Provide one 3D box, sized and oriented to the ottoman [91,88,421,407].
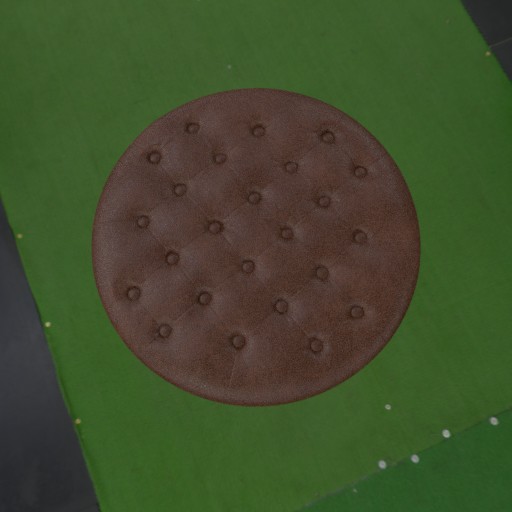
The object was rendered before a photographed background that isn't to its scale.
[{"bbox_3d":[0.000,0.000,1.039,0.637,0.442,0.637,0,77,0],"label":"ottoman"}]
